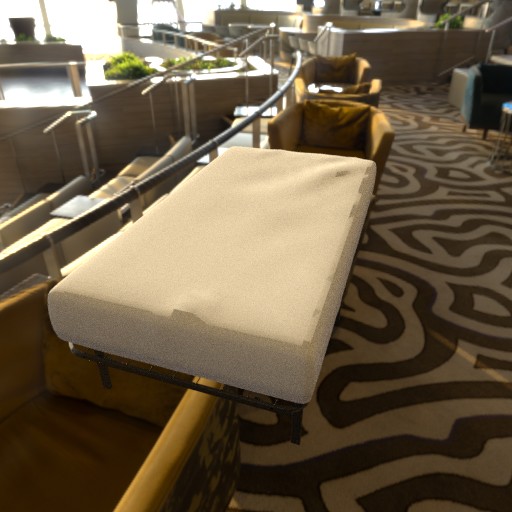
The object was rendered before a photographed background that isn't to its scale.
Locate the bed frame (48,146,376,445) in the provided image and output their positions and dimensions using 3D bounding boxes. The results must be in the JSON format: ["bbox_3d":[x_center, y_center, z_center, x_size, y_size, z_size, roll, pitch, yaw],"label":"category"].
[{"bbox_3d":[0.000,0.000,2.378,1.025,0.640,1.908,10,33,16],"label":"bed frame"}]
